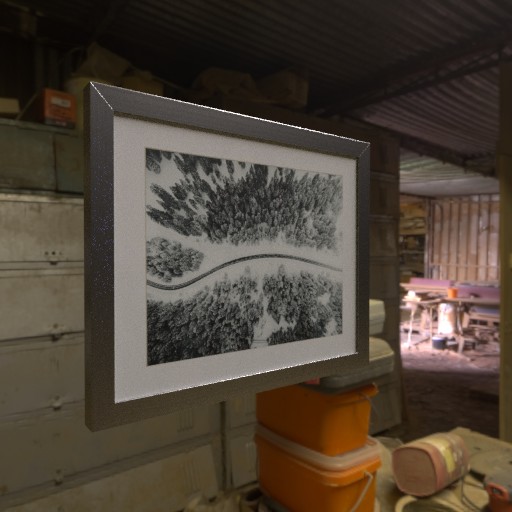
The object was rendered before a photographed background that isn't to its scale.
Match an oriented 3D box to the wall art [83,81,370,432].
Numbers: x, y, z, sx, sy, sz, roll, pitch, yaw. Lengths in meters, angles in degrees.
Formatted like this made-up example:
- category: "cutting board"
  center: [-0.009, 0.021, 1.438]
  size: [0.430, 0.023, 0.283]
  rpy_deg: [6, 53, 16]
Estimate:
- category: "wall art"
  center: [0.000, 0.000, 0.754]
  size: [0.557, 0.456, 0.032]
  rpy_deg: [-1, 1, -37]
